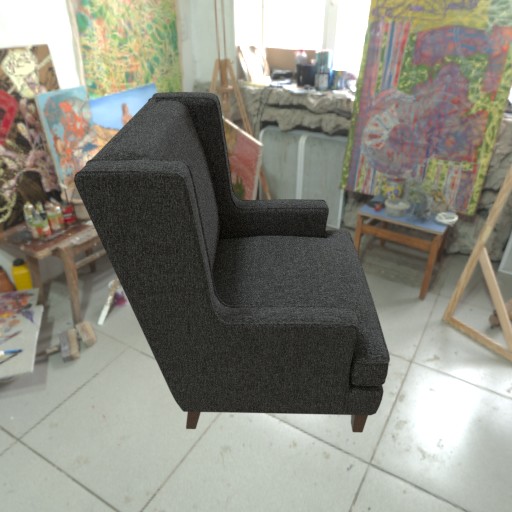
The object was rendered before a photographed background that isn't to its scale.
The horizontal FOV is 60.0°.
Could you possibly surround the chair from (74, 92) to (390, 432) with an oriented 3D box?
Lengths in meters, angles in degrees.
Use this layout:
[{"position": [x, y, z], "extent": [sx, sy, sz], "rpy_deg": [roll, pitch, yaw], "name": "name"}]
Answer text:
[{"position": [0.000, 0.000, 1.795], "extent": [0.927, 1.082, 0.942], "rpy_deg": [1, 32, 1], "name": "chair"}]
